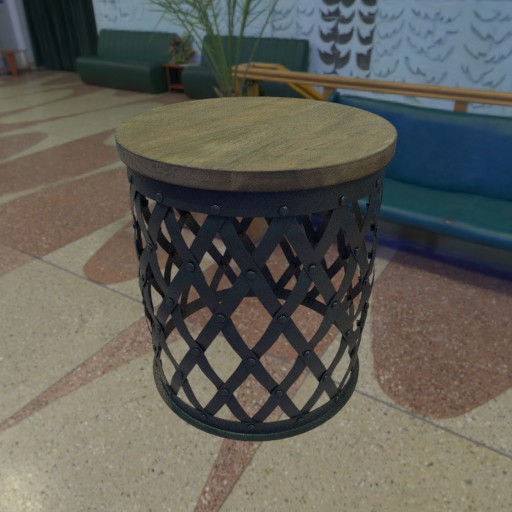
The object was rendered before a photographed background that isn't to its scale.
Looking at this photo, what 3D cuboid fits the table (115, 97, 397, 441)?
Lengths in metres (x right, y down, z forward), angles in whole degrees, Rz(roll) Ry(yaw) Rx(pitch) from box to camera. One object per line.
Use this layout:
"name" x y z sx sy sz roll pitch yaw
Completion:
"table" 0.000 0.000 0.772 0.405 0.454 0.405 0 31 0
